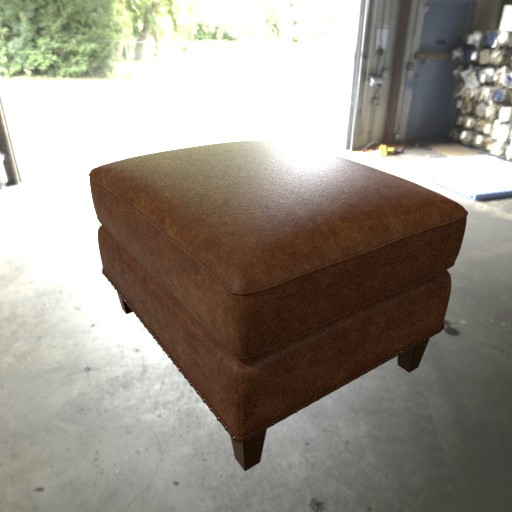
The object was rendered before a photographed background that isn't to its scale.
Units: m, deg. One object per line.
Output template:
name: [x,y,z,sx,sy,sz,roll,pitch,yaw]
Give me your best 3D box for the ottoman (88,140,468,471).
ottoman: [0.000,0.000,1.102,0.586,0.486,0.742,-17,31,-30]
